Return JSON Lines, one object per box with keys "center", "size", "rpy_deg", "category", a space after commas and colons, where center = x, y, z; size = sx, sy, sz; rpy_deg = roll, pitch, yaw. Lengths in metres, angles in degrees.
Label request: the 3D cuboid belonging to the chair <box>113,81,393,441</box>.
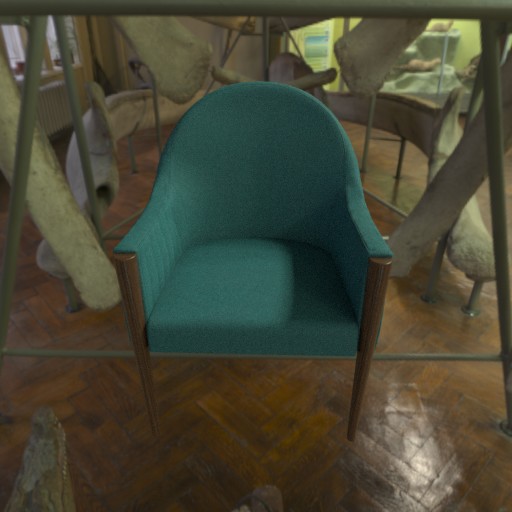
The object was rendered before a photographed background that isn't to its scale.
{"center": [0.000, 0.000, 1.342], "size": [0.656, 0.907, 0.652], "rpy_deg": [1, 29, 2], "category": "chair"}
